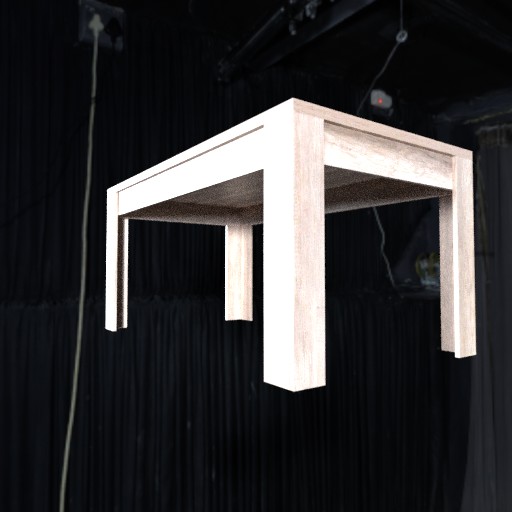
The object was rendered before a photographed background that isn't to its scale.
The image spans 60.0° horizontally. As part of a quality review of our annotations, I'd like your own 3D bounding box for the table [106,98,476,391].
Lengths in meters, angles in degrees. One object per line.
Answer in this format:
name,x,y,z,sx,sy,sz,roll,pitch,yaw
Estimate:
table,0.000,0.000,2.078,0.900,0.775,1.600,2,-3,-35
